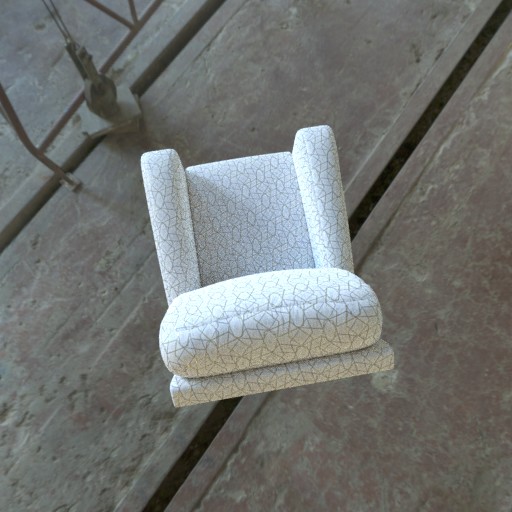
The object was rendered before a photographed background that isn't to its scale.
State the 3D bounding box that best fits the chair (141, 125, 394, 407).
[{"bbox_3d":[0.000,0.000,1.773,0.796,1.064,0.995,-9,76,-2],"label":"chair"}]
